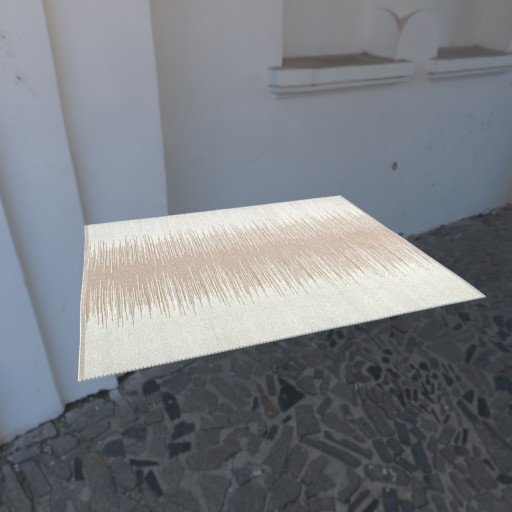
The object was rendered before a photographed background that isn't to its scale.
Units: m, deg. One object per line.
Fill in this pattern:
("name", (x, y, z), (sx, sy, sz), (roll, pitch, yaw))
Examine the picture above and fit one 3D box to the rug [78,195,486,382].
("rug", (0.000, 0.000, 4.103), (3.048, 0.013, 2.438), (-9, 29, -16))
